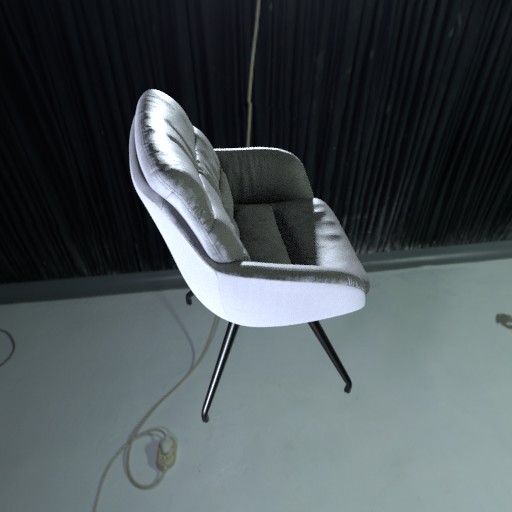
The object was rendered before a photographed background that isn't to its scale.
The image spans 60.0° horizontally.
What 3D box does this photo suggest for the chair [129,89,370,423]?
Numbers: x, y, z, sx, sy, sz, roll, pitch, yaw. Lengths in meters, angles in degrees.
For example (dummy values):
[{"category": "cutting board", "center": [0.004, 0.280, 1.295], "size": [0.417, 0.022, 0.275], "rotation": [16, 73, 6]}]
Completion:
[{"category": "chair", "center": [0.000, 0.000, 1.273], "size": [0.569, 0.888, 0.579], "rotation": [-9, 45, -9]}]
